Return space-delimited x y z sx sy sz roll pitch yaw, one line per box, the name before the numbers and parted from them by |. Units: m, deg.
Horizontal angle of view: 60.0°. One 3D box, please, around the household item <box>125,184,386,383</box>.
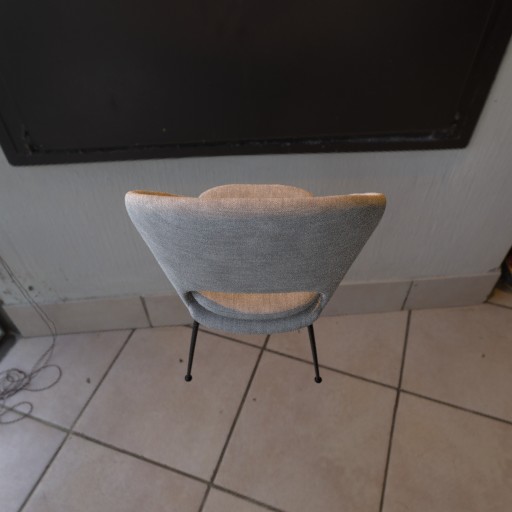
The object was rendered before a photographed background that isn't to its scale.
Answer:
household item | 0.000 0.000 1.301 0.643 0.869 0.587 1 47 1
